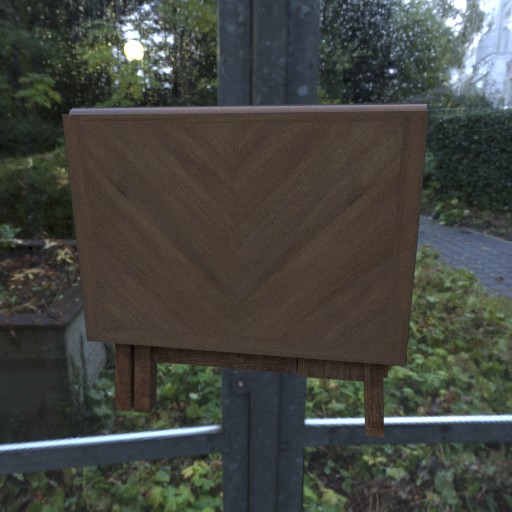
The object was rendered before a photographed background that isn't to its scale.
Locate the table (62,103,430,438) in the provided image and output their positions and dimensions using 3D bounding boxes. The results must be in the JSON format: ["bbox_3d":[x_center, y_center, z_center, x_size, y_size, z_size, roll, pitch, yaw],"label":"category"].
[{"bbox_3d":[0.000,0.000,1.593,0.967,0.981,0.701,2,14,9],"label":"table"}]
